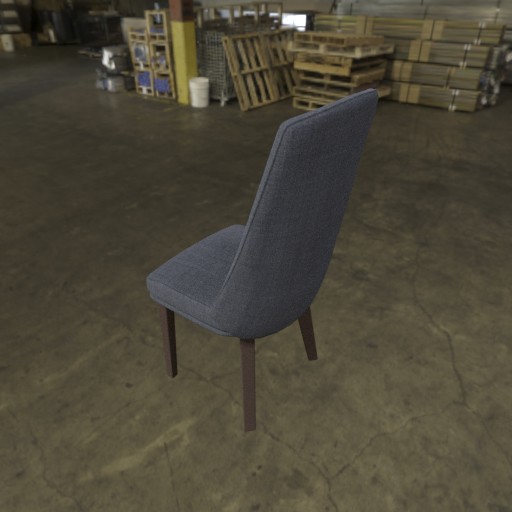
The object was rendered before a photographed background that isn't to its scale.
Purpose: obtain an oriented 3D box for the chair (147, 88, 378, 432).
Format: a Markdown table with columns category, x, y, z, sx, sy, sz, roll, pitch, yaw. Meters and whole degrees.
| category | x | y | z | sx | sy | sz | roll | pitch | yaw |
| --- | --- | --- | --- | --- | --- | --- | --- | --- | --- |
| chair | 0.000 | 0.000 | 1.406 | 0.577 | 1.050 | 0.510 | 22 | 38 | 31 |
